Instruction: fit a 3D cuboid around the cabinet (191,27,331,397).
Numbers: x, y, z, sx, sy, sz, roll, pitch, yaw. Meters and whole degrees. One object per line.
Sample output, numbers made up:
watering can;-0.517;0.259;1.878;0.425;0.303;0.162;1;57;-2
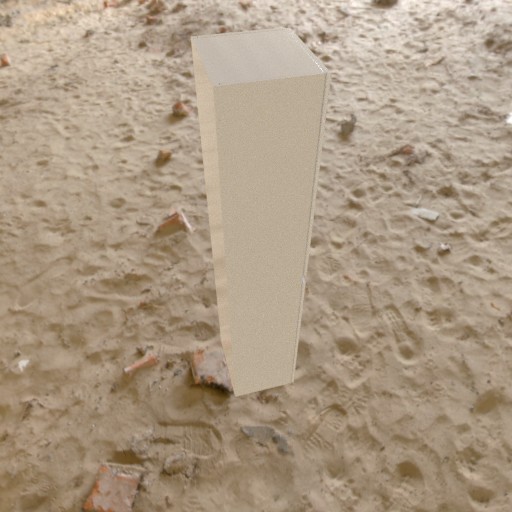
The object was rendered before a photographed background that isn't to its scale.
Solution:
cabinet;0.000;0.000;1.571;0.270;1.400;0.300;-11;47;-10
